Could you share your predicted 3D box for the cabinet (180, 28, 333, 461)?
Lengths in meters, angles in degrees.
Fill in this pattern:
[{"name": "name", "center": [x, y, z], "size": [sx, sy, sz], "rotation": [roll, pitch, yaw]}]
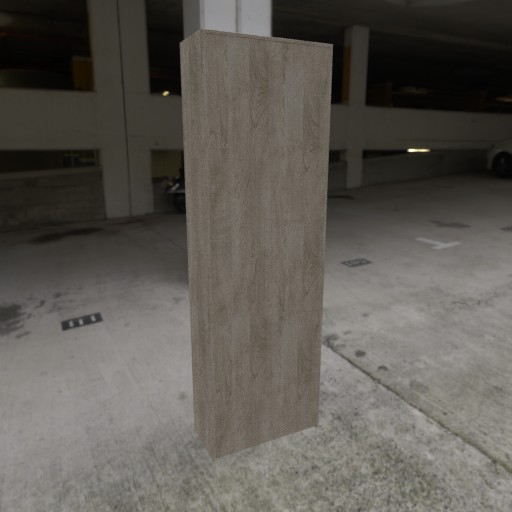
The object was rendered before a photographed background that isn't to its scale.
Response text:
[{"name": "cabinet", "center": [0.000, 0.000, 1.850], "size": [0.520, 1.630, 0.250], "rotation": [-7, 15, -26]}]
